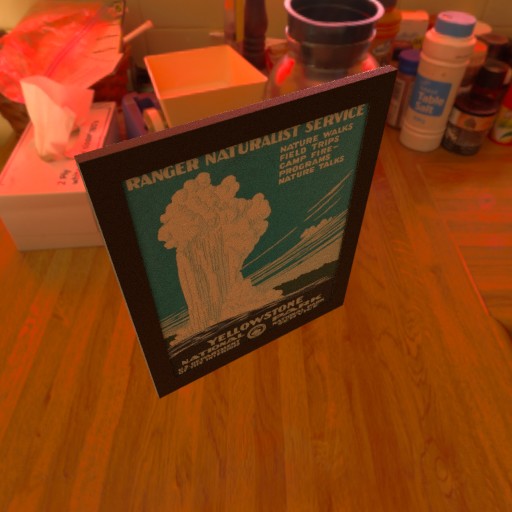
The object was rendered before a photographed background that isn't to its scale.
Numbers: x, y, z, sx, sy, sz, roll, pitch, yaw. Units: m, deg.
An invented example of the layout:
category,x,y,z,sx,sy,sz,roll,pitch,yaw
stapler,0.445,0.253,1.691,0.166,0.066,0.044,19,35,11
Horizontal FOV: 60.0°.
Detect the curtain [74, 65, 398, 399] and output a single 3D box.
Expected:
category,x,y,z,sx,sy,sz,roll,pitch,yaw
curtain,0.000,0.000,0.805,0.483,0.585,0.027,-23,51,-20
